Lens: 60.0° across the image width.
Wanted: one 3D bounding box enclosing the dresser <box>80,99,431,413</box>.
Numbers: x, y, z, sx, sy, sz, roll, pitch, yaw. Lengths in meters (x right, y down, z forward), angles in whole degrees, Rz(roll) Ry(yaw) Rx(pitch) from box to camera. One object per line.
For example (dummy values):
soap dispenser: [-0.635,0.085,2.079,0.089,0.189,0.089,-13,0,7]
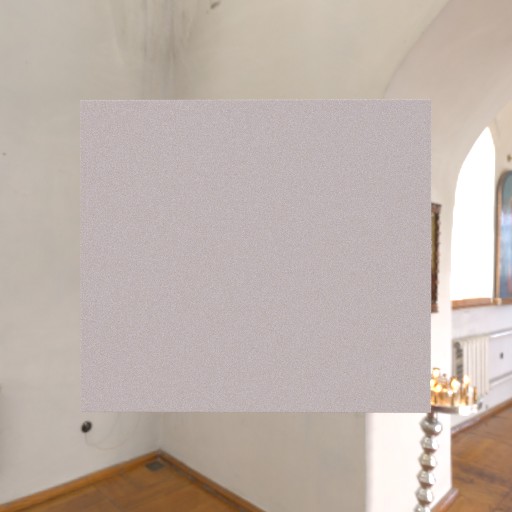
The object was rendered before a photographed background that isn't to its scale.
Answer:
dresser: [0.000,0.000,1.258,0.830,0.740,0.420,0,0,0]
